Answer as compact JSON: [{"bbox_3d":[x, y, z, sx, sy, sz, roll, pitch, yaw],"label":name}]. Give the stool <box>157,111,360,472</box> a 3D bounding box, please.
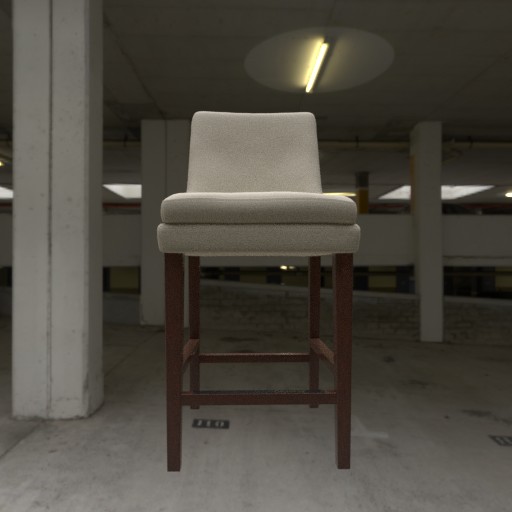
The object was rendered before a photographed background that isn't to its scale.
[{"bbox_3d":[0.000,0.000,1.268,0.470,0.981,0.577,0,0,-2],"label":"stool"}]
